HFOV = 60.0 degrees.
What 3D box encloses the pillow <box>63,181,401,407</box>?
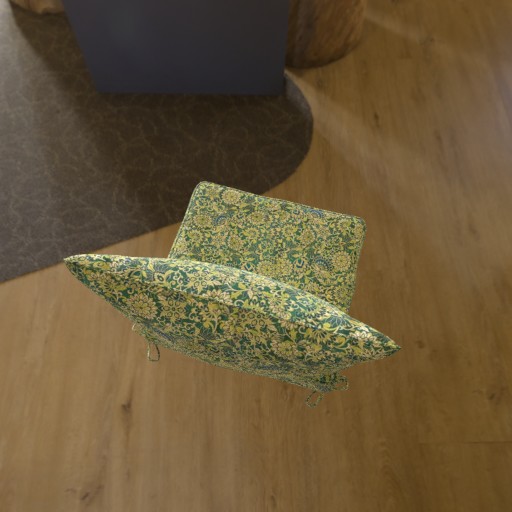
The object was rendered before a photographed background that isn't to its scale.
[{"bbox_3d":[0.000,0.000,1.387,0.798,0.722,0.740,14,65,7],"label":"pillow"}]
